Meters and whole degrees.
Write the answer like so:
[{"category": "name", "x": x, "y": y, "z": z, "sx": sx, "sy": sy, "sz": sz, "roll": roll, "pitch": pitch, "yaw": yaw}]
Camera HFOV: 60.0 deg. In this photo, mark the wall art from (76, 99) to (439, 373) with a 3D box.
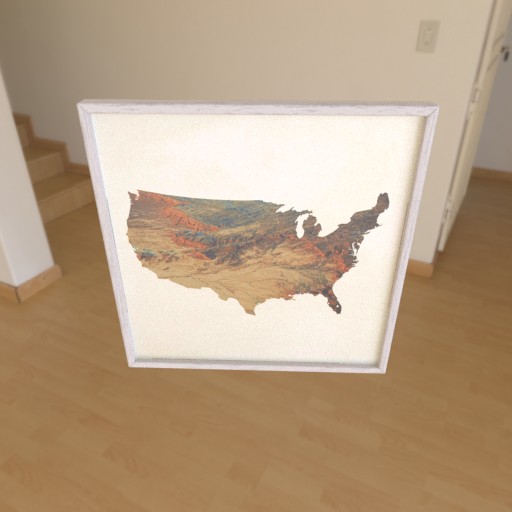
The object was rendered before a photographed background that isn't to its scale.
[{"category": "wall art", "x": 0.000, "y": 0.000, "z": 1.927, "sx": 1.287, "sy": 1.288, "sz": 0.078, "roll": 1, "pitch": 31, "yaw": 2}]
